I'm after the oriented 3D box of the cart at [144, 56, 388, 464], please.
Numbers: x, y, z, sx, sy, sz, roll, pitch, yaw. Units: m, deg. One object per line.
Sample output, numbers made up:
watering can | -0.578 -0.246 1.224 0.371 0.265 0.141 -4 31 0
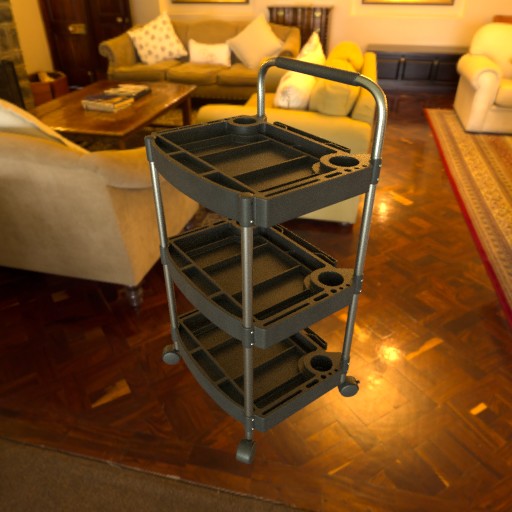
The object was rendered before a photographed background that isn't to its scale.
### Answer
cart | 0.000 0.000 1.380 0.518 1.075 0.584 -21 39 -30
